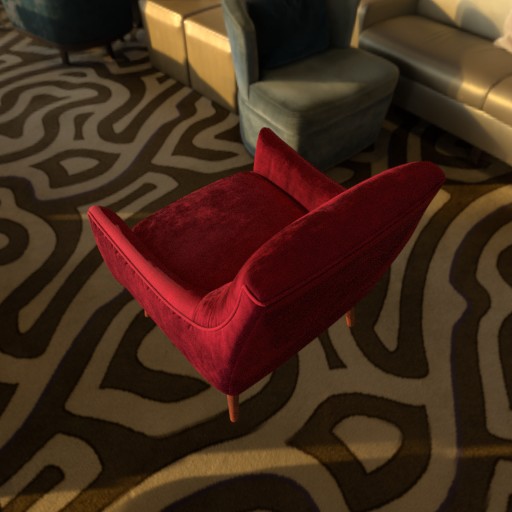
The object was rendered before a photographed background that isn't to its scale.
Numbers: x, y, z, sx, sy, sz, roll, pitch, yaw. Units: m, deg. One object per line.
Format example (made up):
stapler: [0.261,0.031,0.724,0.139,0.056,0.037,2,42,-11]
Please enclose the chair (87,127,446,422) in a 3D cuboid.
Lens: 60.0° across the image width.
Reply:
chair: [0.000,0.000,1.446,0.762,0.838,0.787,-32,55,-26]
